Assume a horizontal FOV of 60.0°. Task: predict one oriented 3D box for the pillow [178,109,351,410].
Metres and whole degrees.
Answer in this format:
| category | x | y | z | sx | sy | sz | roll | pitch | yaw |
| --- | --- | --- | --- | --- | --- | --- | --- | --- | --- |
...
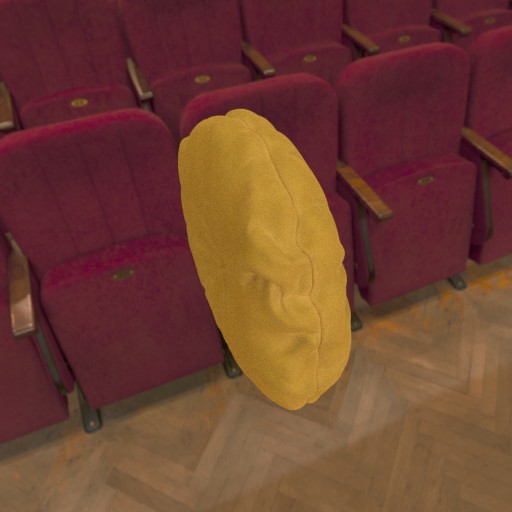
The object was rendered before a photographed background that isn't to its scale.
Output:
| category | x | y | z | sx | sy | sz | roll | pitch | yaw |
| --- | --- | --- | --- | --- | --- | --- | --- | --- | --- |
| pillow | 0.000 | 0.000 | 0.653 | 0.148 | 0.407 | 0.428 | -17 | 50 | -15 |
